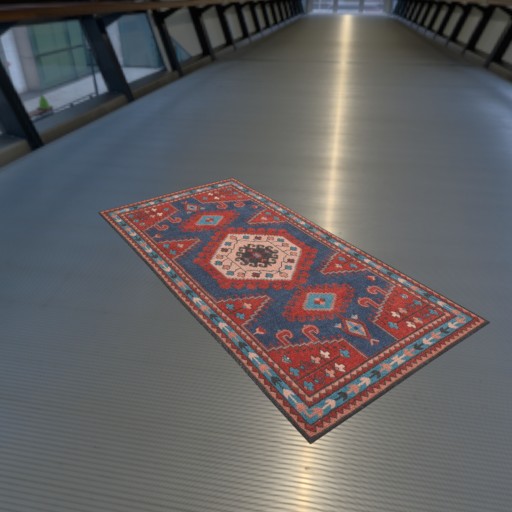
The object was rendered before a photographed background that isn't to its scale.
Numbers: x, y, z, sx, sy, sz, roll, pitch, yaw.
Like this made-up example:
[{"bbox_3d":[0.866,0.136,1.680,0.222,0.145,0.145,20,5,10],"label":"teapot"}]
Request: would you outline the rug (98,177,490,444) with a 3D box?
[{"bbox_3d":[0.000,0.000,3.507,1.522,0.034,3.032,-20,37,-30],"label":"rug"}]
